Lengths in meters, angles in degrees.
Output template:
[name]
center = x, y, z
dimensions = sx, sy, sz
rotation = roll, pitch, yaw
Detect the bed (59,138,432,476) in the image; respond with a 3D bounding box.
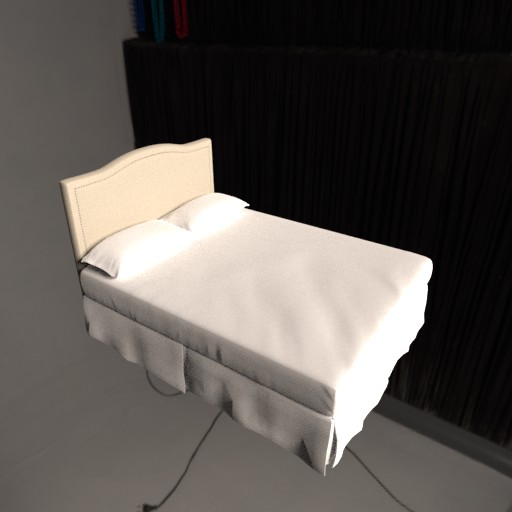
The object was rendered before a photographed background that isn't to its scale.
[bed]
center = 0.000, 0.000, 3.632
dimensions = 2.477, 1.437, 1.977
rotation = 18, 33, 30
